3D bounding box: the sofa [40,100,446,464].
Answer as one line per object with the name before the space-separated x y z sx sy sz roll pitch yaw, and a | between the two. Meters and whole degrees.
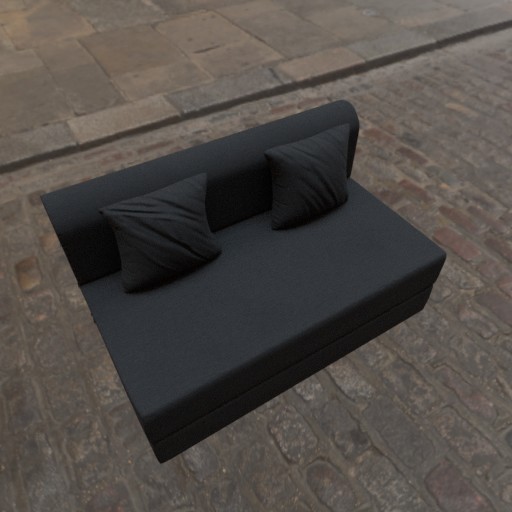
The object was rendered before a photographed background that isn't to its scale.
sofa | 0.000 0.000 1.658 1.225 0.670 0.762 -24 51 -21
